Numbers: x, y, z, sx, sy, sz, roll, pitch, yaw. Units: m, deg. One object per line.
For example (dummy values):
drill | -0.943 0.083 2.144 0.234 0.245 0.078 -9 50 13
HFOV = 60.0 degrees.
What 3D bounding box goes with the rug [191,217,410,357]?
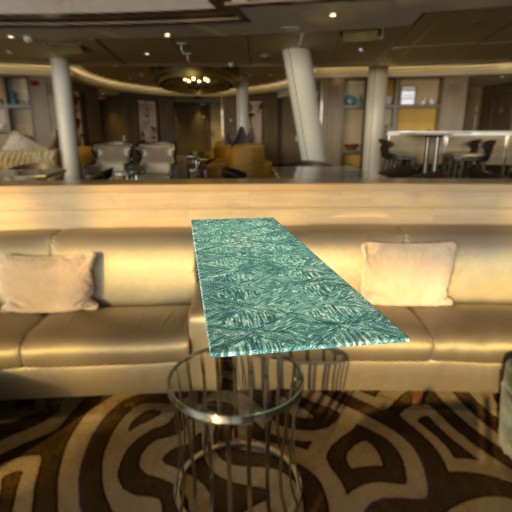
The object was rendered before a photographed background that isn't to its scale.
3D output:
rug | 0.000 0.000 2.527 0.676 0.016 2.286 -3 16 -9
